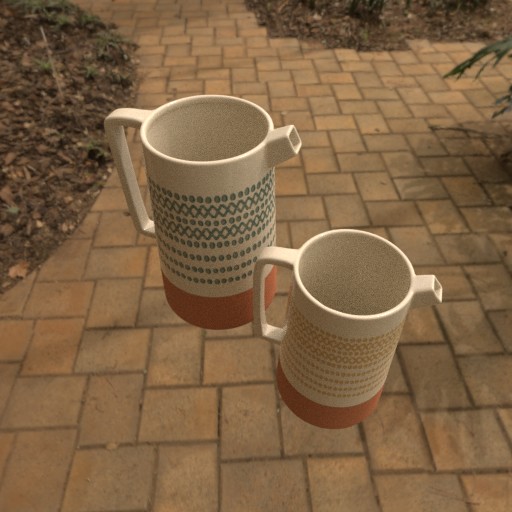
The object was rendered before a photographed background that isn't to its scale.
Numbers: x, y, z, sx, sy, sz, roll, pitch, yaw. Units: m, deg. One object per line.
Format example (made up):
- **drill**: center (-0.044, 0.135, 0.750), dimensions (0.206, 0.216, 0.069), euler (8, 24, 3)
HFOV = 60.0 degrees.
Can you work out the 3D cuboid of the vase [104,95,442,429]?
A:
- **vase**: center (0.000, 0.000, 0.452), dimensions (0.168, 0.247, 0.326), euler (-24, 51, -21)
